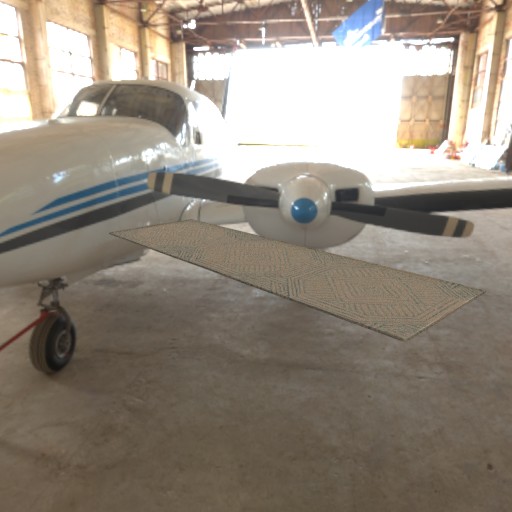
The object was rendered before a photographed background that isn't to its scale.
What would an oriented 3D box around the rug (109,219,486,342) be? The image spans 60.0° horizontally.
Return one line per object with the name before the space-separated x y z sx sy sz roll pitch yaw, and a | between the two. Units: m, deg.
rug | 0.000 0.000 2.760 0.775 0.012 2.452 -14 21 -41
